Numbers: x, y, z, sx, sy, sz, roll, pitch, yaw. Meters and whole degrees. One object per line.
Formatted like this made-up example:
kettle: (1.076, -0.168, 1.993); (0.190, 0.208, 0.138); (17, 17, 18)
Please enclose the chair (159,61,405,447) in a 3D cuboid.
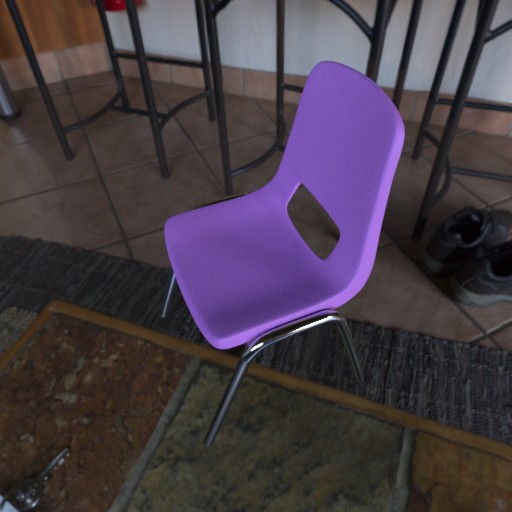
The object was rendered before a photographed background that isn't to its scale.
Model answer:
chair: (0.000, 0.000, 0.663); (0.301, 0.493, 0.291); (-17, 49, -16)
